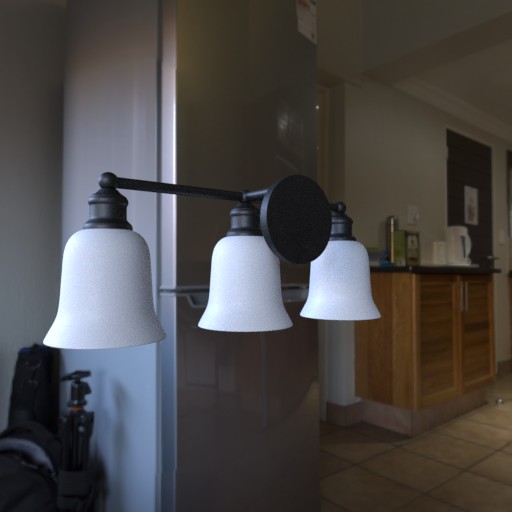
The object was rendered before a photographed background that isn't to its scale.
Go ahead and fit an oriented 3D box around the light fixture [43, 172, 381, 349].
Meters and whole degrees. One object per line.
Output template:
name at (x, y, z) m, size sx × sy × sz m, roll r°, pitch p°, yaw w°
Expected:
light fixture at (0.000, 0.000, 0.663) m, size 0.570 × 0.211 × 0.198 m, roll 1°, pitch -2°, yaw -37°
